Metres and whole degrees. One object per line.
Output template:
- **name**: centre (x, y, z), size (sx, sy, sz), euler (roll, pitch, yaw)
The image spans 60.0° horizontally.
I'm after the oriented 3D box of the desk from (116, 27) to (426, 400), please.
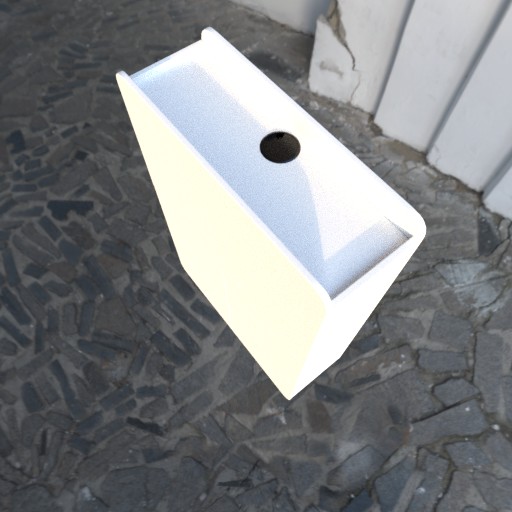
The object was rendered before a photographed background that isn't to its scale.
- **desk**: centre (0.000, 0.000, 1.519), size (0.278, 1.190, 0.795), euler (-35, 69, -16)
